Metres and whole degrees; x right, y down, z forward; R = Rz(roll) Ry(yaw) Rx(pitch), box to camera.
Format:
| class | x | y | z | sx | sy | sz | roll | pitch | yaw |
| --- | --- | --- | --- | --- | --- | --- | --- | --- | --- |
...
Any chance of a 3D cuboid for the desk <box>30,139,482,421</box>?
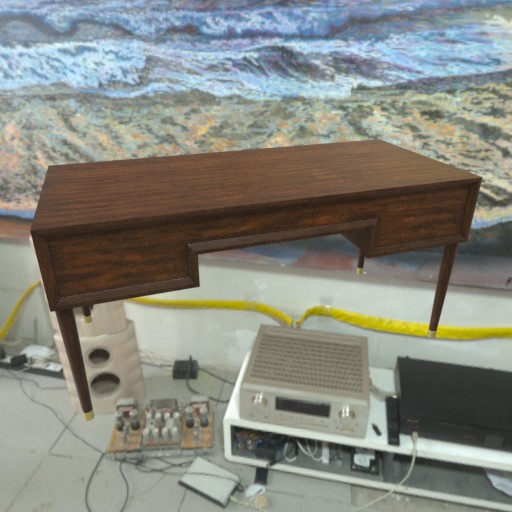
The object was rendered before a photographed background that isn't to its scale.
| class | x | y | z | sx | sy | sz | roll | pitch | yaw |
| --- | --- | --- | --- | --- | --- | --- | --- | --- | --- |
| desk | 0.000 | 0.000 | 1.937 | 1.575 | 0.762 | 0.724 | -9 | 28 | -17 |
